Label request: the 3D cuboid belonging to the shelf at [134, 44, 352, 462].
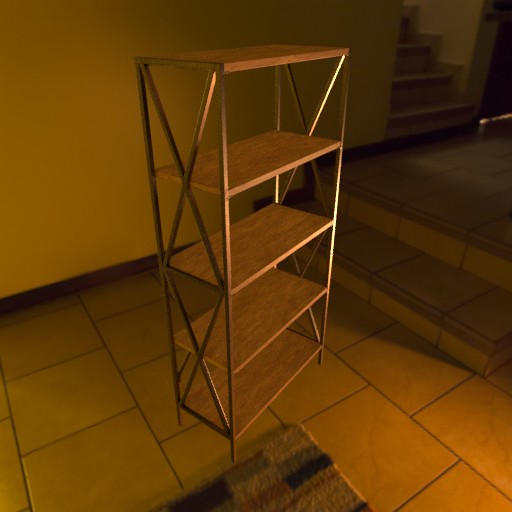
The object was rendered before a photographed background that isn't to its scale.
[{"bbox_3d":[0.000,0.000,2.150,0.386,1.803,0.874,20,34,32],"label":"shelf"}]
